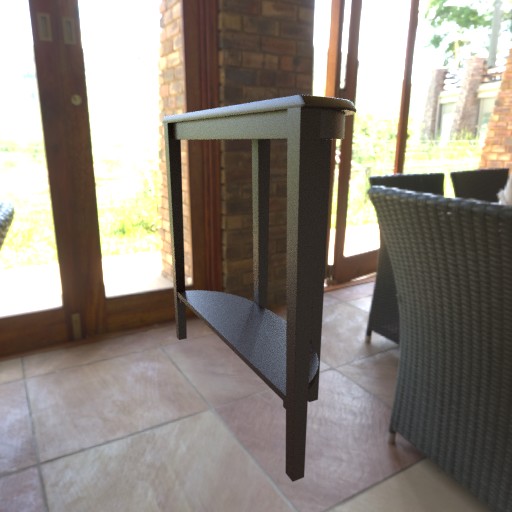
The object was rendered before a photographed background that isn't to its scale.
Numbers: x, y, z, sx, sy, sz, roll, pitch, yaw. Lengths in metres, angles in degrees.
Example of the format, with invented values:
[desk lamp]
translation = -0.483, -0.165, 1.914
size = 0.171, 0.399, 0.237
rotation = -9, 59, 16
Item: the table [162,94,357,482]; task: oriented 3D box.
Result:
[table]
translation = 0.000, 0.000, 1.332
size = 0.274, 0.831, 0.909
rotation = -7, 16, -26
